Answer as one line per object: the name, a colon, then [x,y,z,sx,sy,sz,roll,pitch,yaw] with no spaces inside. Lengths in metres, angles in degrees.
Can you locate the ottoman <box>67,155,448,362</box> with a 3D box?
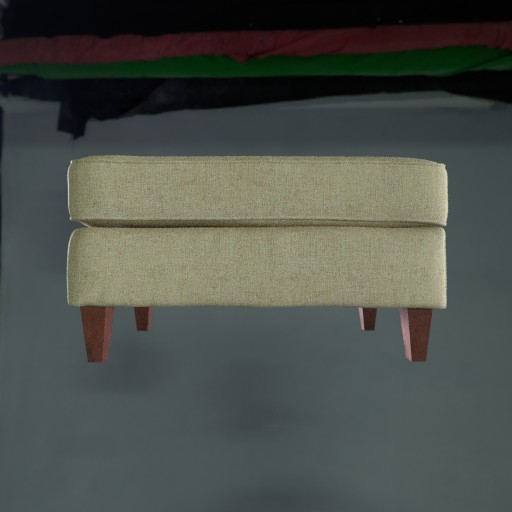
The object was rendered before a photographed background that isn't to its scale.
ottoman: [0.000,0.000,1.244,0.862,0.484,0.583,0,-1,0]
